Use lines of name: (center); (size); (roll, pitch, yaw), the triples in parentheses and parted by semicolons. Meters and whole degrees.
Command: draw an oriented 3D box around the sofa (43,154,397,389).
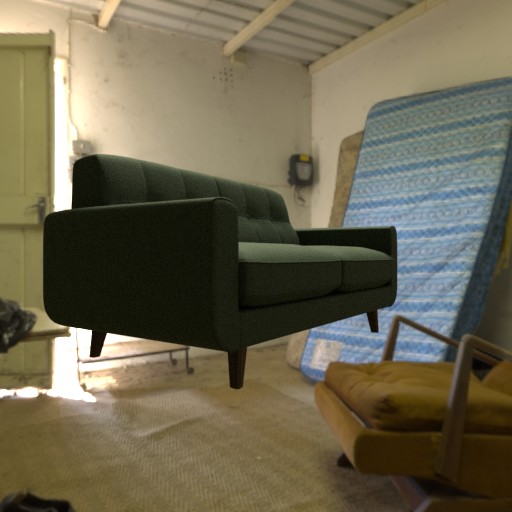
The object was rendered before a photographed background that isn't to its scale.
sofa: (0.000, 0.000, 2.135); (0.909, 0.841, 1.631); (0, 0, 35)
